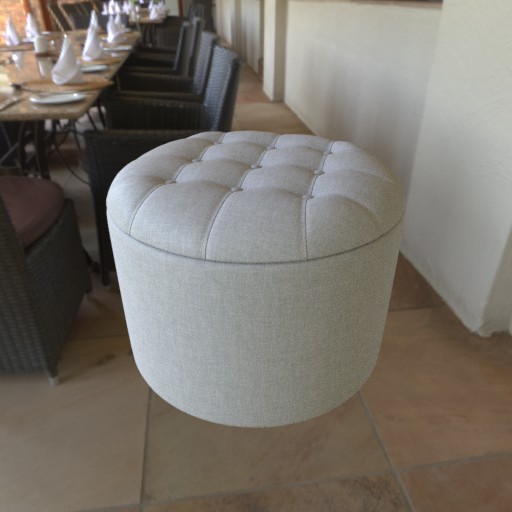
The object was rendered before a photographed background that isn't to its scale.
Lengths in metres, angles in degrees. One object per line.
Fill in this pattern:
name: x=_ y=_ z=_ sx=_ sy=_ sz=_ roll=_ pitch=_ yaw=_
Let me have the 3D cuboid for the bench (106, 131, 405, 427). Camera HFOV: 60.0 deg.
bench: x=0.000 y=0.000 z=0.999 sx=0.600 sy=0.453 sz=0.600 roll=0 pitch=30 yaw=0
